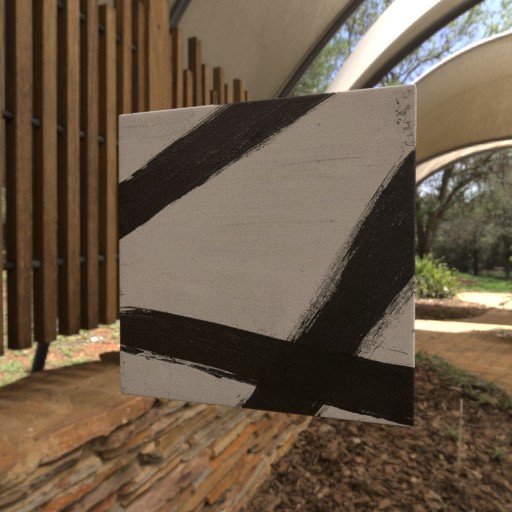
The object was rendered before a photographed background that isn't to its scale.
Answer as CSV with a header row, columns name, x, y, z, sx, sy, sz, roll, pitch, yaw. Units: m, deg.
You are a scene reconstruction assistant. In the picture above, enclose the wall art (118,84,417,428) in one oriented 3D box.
name,x,y,z,sx,sy,sz,roll,pitch,yaw
wall art,0.000,0.000,0.752,0.507,0.508,0.050,0,1,18
